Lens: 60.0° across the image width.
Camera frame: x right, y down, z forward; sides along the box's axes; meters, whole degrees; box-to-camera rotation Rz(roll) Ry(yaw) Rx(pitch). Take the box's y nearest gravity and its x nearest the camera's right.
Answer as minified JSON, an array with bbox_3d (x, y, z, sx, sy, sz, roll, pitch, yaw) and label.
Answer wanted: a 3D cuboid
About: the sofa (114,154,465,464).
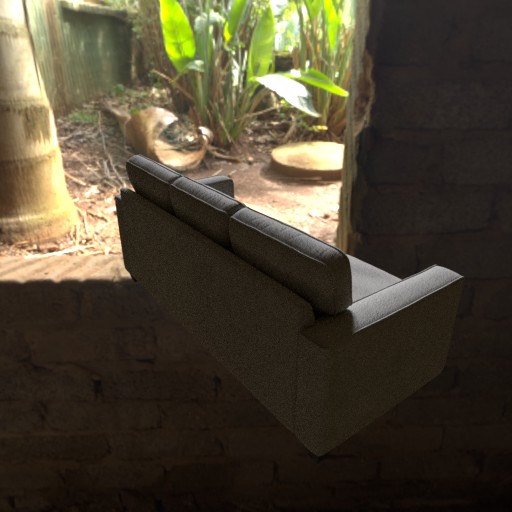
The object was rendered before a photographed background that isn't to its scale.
[{"bbox_3d":[0.000,0.000,2.668,0.939,0.965,2.133,-18,32,-32],"label":"sofa"}]
